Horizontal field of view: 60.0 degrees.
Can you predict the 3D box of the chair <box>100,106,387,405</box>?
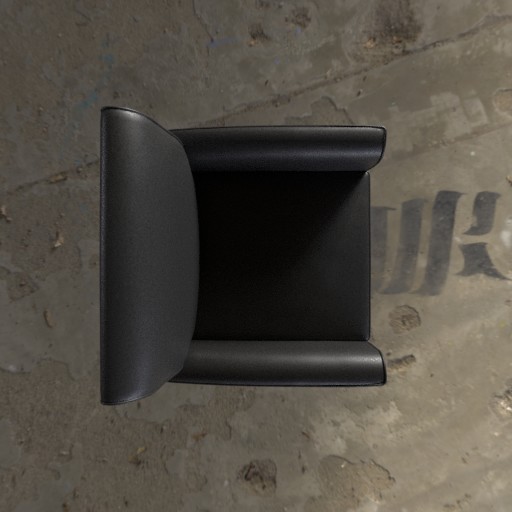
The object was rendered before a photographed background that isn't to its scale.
[{"bbox_3d":[0.000,0.000,1.539,0.819,0.916,0.820,0,90,-3],"label":"chair"}]
